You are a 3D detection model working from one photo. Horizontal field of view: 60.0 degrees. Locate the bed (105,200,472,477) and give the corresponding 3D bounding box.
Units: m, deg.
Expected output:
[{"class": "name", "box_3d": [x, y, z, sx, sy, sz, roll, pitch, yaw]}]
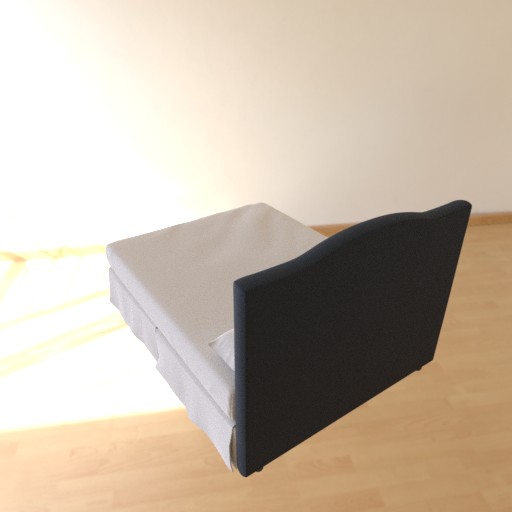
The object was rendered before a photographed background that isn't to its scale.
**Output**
[{"class": "bed", "box_3d": [0.000, 0.000, 3.446, 1.821, 1.436, 2.282, -19, 35, -30]}]
